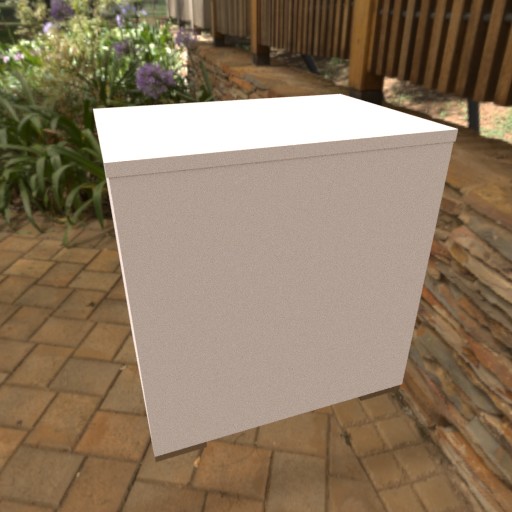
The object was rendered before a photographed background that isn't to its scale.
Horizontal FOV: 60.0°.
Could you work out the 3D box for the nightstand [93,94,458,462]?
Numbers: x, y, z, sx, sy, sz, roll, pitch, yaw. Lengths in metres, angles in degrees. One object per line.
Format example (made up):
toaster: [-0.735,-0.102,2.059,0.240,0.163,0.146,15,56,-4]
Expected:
nightstand: [0.000,0.000,0.755,0.441,0.460,0.325,-10,30,-17]
